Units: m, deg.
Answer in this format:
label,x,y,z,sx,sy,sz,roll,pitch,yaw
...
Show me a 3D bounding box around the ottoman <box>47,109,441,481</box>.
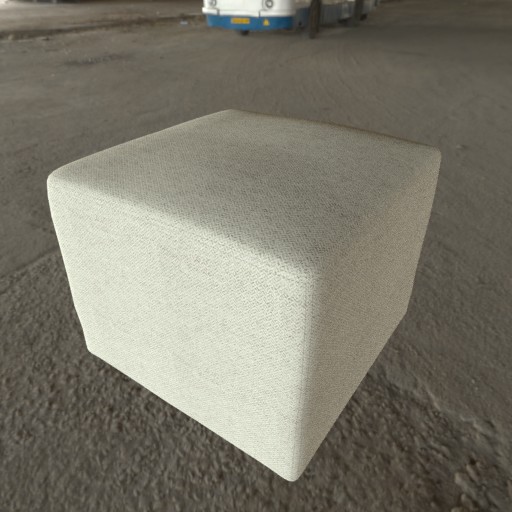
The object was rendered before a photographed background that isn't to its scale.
label,x,y,z,sx,sy,sz,roll,pitch,yaw
ottoman,0.000,0.000,0.872,0.512,0.453,0.521,21,38,29
